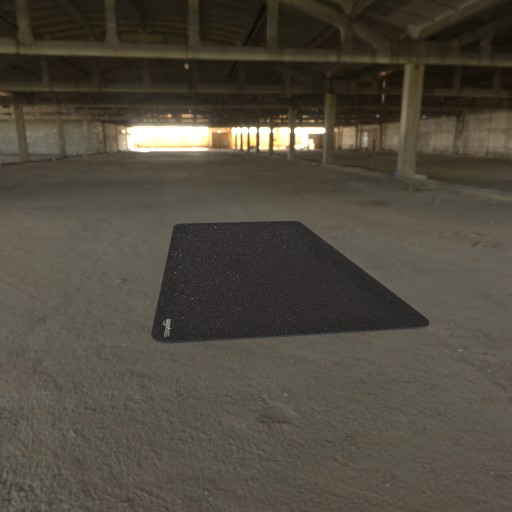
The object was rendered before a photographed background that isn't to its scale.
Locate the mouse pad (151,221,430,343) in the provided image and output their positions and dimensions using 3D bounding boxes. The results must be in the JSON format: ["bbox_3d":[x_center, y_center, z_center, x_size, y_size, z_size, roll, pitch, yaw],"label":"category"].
[{"bbox_3d":[0.000,0.000,1.071,0.424,0.003,0.907,-2,15,-8],"label":"mouse pad"}]
